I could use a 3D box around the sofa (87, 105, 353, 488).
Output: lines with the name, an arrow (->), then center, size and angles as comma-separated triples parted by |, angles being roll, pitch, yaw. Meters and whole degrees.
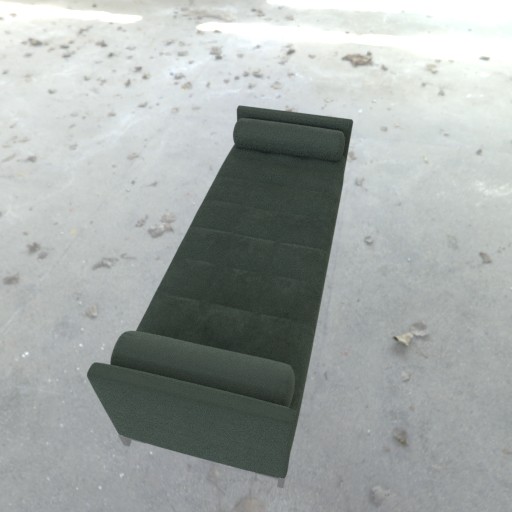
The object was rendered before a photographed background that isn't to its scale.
sofa -> 0.000, 0.000, 2.469 | 0.797, 0.657, 2.102 | 10, 47, 10
